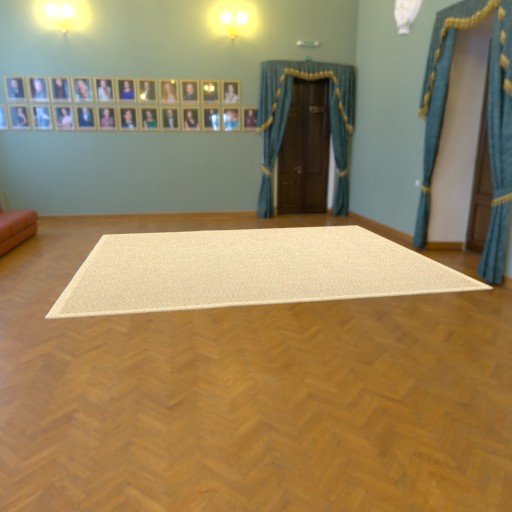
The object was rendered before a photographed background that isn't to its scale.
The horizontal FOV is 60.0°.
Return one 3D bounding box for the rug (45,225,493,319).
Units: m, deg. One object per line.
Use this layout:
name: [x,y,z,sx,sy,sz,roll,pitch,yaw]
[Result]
rug: [0.000,0.000,4.045,3.009,0.019,2.423,-3,15,-10]
